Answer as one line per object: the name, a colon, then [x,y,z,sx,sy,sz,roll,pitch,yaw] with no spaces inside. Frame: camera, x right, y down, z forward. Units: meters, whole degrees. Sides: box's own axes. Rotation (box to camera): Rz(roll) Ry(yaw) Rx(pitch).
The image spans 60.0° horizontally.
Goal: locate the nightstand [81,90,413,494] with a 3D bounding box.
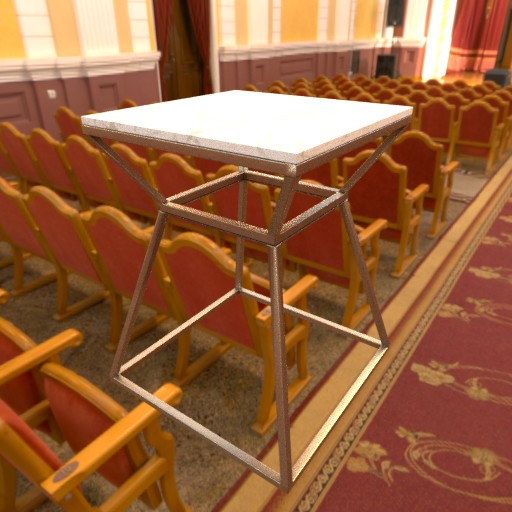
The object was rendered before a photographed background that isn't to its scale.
nightstand: [0.000,0.000,0.881,0.455,0.554,0.455,18,33,31]
